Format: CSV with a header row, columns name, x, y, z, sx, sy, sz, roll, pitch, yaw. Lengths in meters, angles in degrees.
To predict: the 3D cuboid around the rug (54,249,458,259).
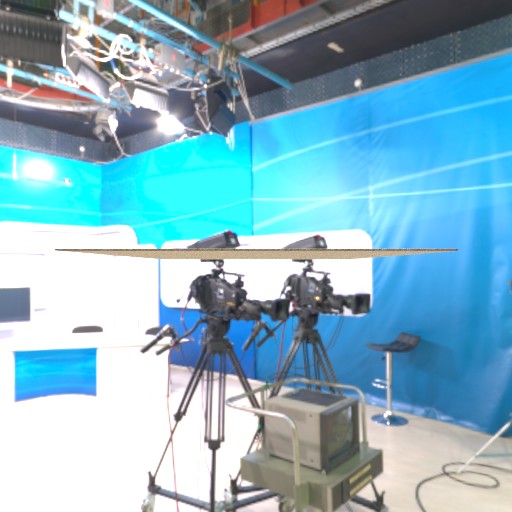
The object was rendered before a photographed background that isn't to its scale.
name,x,y,z,sx,sy,sz,roll,pitch,yaw
rug,0.000,0.000,3.949,2.286,0.013,2.894,0,-1,0
